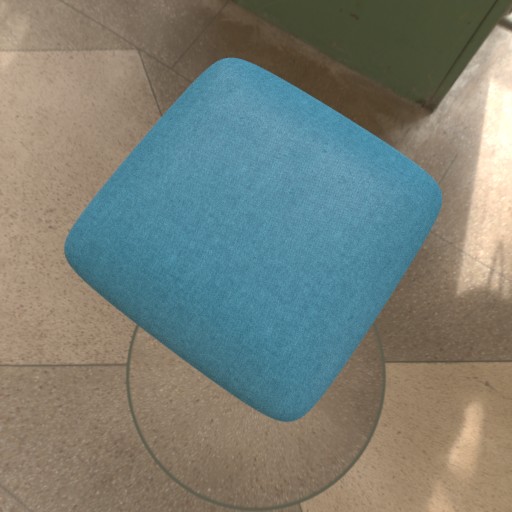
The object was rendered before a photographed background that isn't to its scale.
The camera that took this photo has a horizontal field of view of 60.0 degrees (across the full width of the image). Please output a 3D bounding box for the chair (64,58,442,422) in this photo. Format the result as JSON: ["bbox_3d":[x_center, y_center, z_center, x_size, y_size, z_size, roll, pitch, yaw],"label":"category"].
[{"bbox_3d":[0.000,0.000,0.702,0.360,0.450,0.360,35,78,8],"label":"chair"}]
